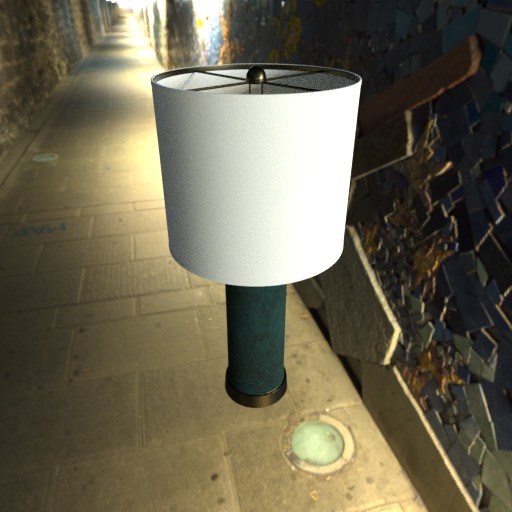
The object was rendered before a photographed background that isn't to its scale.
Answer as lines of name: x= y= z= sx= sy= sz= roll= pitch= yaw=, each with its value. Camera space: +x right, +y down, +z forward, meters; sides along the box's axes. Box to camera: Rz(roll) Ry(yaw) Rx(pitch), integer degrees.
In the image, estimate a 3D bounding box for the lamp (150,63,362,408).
lamp: x=0.000 y=0.000 z=0.793 sx=0.301 sy=0.630 sz=0.301 roll=1 pitch=30 yaw=1
